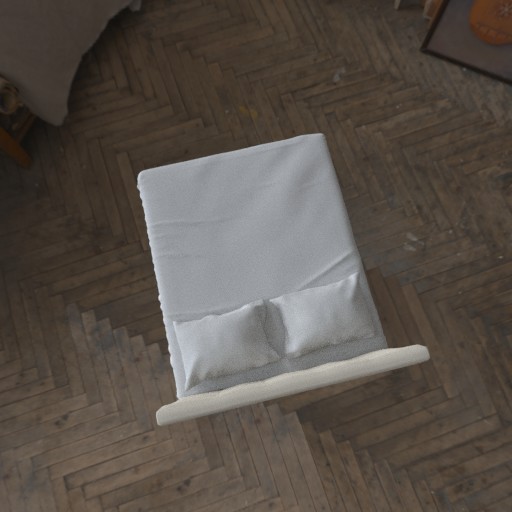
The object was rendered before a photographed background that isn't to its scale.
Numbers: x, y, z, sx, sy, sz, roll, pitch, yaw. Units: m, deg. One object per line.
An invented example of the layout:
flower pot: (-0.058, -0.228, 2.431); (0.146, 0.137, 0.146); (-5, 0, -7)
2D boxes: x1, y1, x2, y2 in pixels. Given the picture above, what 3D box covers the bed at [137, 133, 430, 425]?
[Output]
bed: (0.000, 0.000, 3.530); (1.936, 1.577, 2.222); (-13, 76, -3)
